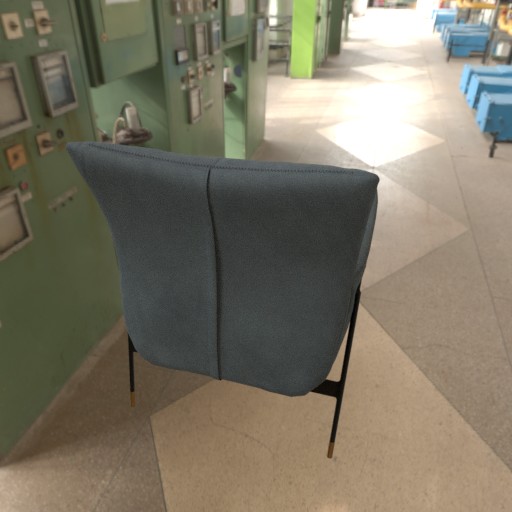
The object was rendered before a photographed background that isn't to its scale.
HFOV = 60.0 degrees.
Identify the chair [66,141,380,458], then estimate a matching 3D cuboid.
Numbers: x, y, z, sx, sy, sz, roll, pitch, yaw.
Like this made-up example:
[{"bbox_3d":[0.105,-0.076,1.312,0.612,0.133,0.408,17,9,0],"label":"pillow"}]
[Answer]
[{"bbox_3d":[0.000,0.000,1.377,0.678,0.858,0.709,9,33,14],"label":"chair"}]
